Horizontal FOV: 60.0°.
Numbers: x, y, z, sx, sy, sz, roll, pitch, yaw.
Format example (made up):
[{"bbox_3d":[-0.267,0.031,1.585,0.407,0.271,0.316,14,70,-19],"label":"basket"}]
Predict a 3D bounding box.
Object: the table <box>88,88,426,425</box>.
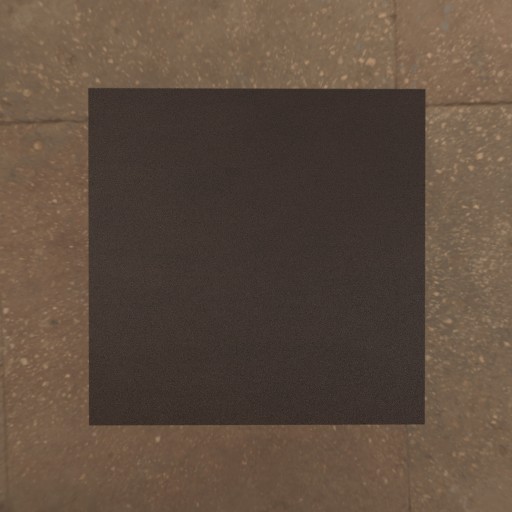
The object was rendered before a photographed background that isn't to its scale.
[{"bbox_3d":[0.000,0.000,1.370,0.749,0.770,0.749,0,90,0],"label":"table"}]
